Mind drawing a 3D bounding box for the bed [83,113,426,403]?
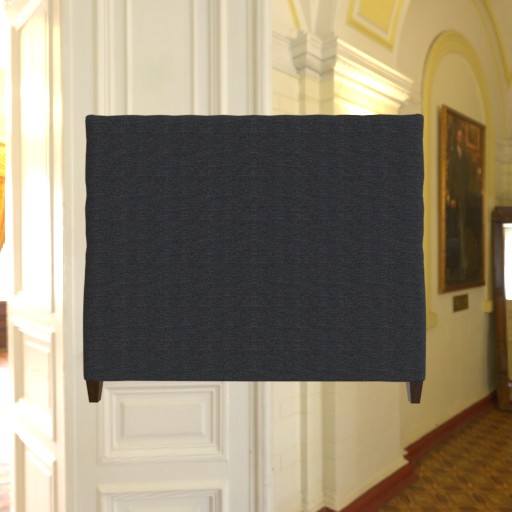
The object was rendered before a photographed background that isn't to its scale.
[{"bbox_3d":[0.000,0.000,3.341,1.698,1.427,2.387,0,1,0],"label":"bed"}]
